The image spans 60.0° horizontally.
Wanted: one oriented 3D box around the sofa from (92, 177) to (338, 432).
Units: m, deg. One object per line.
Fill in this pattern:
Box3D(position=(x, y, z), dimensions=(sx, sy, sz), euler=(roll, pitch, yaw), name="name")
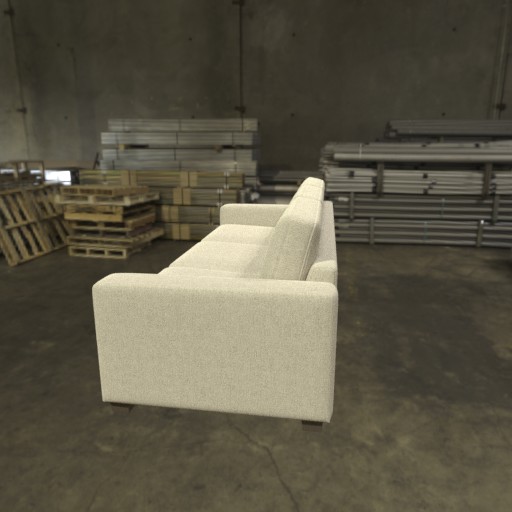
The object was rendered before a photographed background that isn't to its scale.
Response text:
Box3D(position=(0.000, 0.000, 2.609), dimensions=(0.900, 0.800, 2.160), euler=(2, 15, 9), name="sofa")
